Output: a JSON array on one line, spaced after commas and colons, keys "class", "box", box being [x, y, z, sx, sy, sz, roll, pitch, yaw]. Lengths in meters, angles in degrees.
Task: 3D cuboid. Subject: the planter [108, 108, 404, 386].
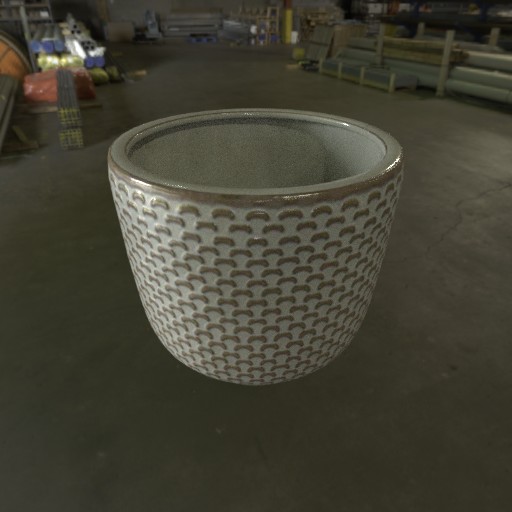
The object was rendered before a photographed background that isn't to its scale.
[{"class": "planter", "box": [0.000, 0.000, 0.245, 0.139, 0.130, 0.139, 0, 31, 0]}]
